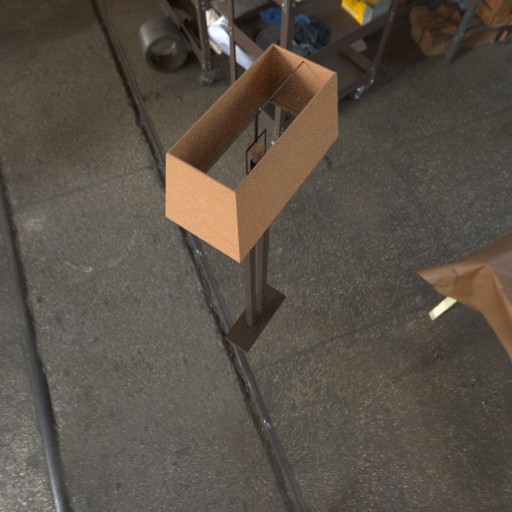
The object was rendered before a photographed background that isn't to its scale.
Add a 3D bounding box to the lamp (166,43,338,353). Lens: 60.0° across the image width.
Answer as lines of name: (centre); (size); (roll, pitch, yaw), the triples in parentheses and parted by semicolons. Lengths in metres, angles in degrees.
lamp: (0.000, 0.000, 1.631); (0.233, 1.469, 0.475); (32, 68, 14)
